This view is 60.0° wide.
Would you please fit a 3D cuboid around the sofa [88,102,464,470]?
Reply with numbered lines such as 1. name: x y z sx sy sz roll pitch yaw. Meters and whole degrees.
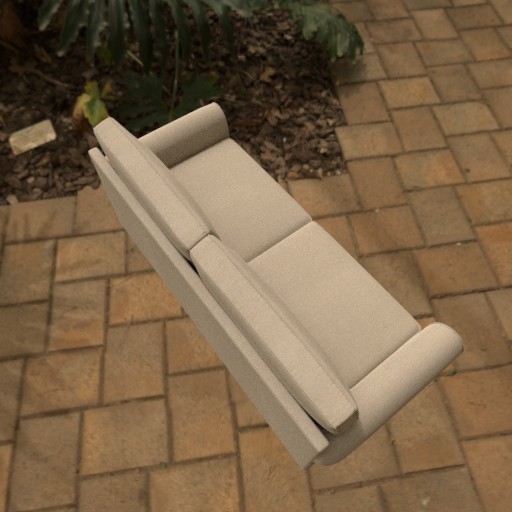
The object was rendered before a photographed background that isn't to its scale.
1. sofa: 0.000 0.000 2.501 0.901 0.962 2.146 -33 65 -18
